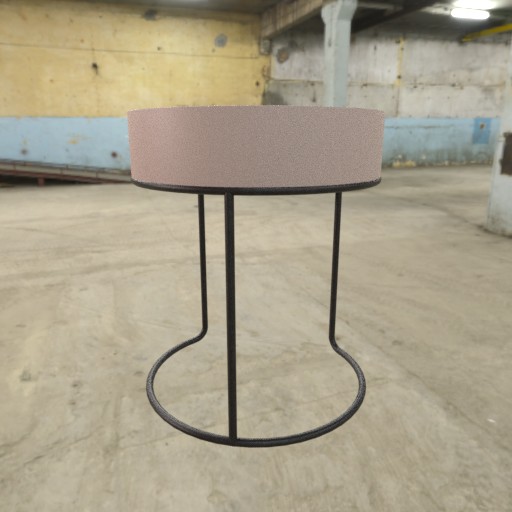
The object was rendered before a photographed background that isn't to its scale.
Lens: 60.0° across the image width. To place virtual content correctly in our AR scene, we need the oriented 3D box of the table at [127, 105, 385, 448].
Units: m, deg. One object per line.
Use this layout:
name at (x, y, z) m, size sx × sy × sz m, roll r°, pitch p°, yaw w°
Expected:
table at (0.000, 0.000, 0.865) m, size 0.450 × 0.530 × 0.450 m, roll 0°, pitch 15°, yaw 0°
